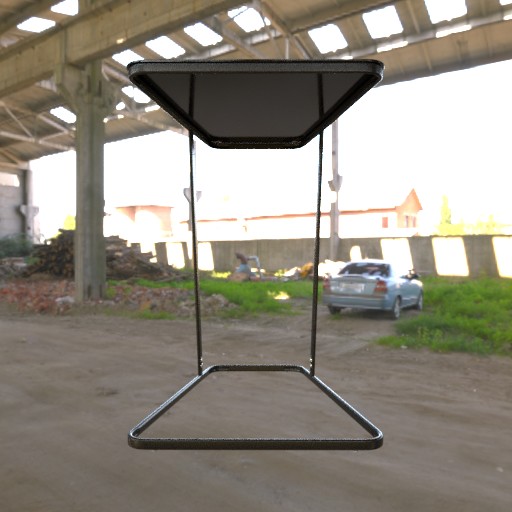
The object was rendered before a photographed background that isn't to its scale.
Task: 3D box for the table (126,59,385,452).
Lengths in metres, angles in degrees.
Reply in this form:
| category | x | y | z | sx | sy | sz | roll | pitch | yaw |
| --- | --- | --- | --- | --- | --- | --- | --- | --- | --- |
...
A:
| category | x | y | z | sx | sy | sz | roll | pitch | yaw |
| --- | --- | --- | --- | --- | --- | --- | --- | --- | --- |
| table | 0.000 | 0.000 | 0.952 | 0.427 | 0.624 | 0.500 | 0 | 0 | 0 |
